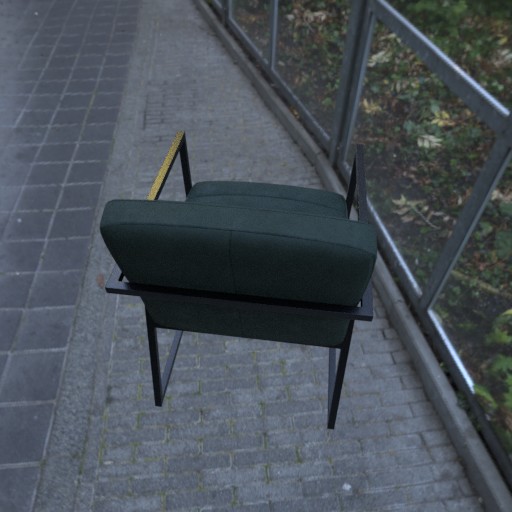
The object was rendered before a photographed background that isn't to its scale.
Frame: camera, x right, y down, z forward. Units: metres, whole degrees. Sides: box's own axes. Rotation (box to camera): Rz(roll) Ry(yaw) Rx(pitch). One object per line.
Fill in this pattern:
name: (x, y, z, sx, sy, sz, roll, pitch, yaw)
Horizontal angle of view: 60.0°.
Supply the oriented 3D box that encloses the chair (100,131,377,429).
chair: (0.000, 0.000, 1.296, 0.571, 0.833, 0.677, 6, 47, 5)
